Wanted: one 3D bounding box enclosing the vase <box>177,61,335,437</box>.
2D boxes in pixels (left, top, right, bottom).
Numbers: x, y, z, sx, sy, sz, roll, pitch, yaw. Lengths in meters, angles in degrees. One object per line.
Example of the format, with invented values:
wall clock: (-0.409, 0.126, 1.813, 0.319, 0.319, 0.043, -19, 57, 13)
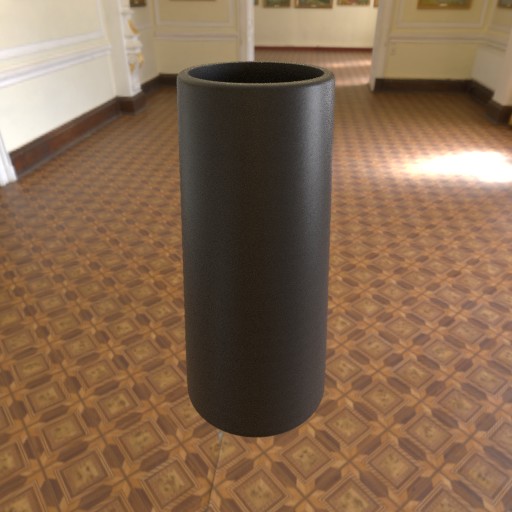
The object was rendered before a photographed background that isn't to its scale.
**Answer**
vase: (0.000, 0.000, 0.371, 0.136, 0.289, 0.136, 10, 32, 17)
